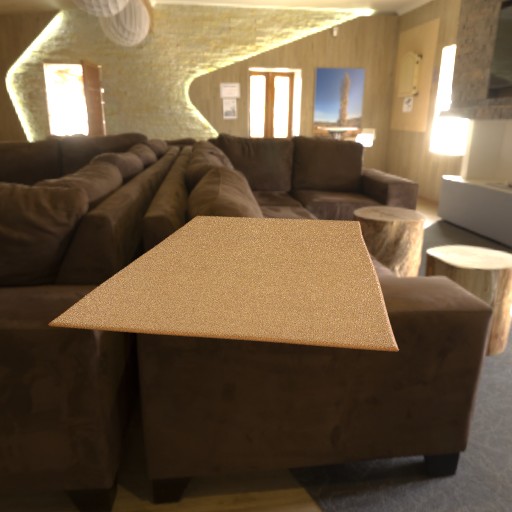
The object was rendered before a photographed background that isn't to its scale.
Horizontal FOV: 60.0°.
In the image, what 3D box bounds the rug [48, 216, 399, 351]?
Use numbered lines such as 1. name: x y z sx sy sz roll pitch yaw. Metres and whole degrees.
1. rug: 0.000 0.000 2.104 1.078 0.013 1.678 3 17 8
